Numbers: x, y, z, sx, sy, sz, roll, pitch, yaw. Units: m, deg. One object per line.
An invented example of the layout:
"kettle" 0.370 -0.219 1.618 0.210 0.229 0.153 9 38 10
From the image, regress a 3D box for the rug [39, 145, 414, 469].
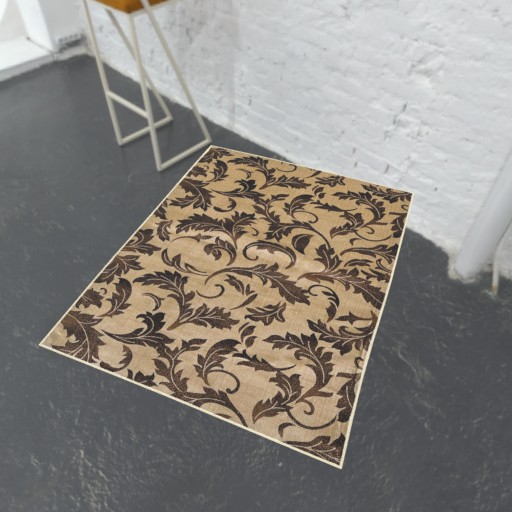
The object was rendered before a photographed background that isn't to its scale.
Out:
"rug" 0.000 0.000 4.009 2.380 0.008 2.977 16 49 15
